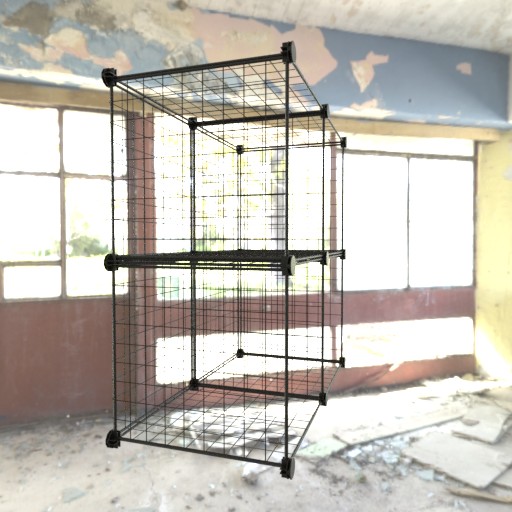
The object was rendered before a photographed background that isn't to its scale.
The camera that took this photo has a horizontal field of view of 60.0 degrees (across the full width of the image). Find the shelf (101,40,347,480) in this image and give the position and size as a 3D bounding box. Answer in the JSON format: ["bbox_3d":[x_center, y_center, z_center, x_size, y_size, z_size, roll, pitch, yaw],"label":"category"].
[{"bbox_3d":[0.000,0.000,1.098,0.356,0.711,0.711,1,2,19],"label":"shelf"}]
